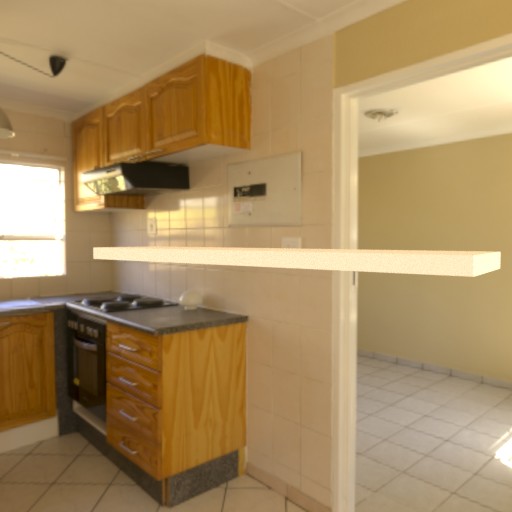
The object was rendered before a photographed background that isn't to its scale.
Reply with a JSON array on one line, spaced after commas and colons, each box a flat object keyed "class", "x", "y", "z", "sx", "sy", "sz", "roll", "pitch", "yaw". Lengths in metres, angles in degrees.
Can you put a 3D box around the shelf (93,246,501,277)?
[{"class": "shelf", "x": 0.000, "y": 0.000, "z": 0.646, "sx": 0.610, "sy": 0.020, "sz": 0.140, "roll": 2, "pitch": 3, "yaw": 37}]
